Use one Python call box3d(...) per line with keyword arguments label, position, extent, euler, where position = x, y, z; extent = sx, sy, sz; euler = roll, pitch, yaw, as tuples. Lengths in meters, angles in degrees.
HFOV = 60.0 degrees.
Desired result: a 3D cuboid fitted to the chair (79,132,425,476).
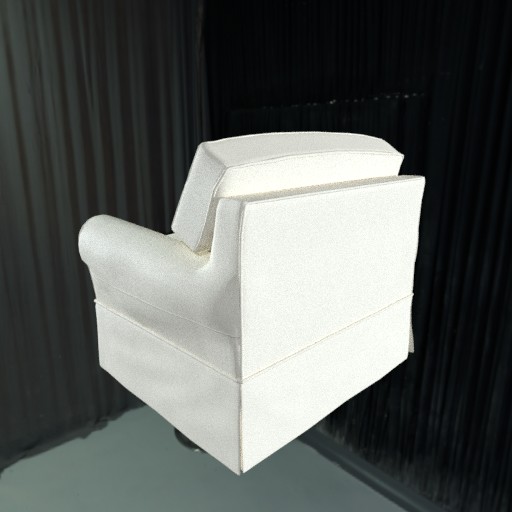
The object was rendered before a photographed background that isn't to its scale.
box3d(label="chair", position=(0.000, 0.000, 1.780), extent=(1.099, 0.958, 0.904), euler=(-15, 21, -43))
